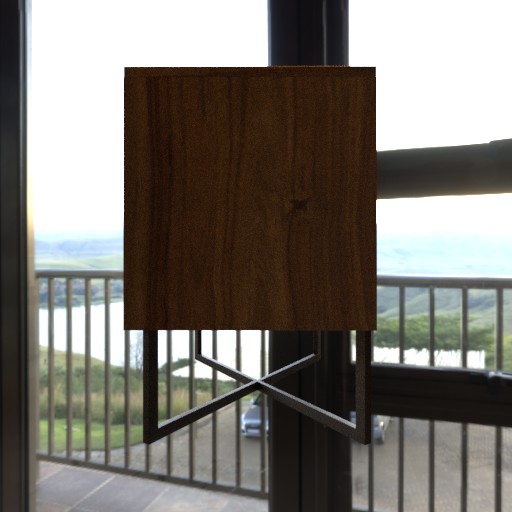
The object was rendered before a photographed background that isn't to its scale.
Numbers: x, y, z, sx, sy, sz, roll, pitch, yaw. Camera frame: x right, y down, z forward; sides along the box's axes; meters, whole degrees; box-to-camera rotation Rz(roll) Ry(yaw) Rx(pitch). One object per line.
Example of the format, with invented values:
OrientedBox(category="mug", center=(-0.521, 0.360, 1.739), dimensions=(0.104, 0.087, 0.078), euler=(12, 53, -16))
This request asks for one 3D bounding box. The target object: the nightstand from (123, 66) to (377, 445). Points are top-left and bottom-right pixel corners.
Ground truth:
OrientedBox(category="nightstand", center=(0.000, 0.000, 1.023), dimensions=(0.427, 0.615, 0.613), euler=(0, 0, 0))
